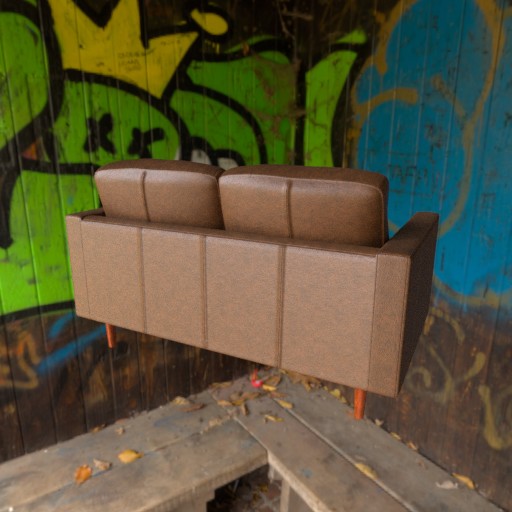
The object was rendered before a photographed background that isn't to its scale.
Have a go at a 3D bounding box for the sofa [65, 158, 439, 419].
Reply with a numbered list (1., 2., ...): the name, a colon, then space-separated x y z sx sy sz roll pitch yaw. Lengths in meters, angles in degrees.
1. sofa: 0.000 0.000 2.192 1.578 0.951 0.909 8 17 26
